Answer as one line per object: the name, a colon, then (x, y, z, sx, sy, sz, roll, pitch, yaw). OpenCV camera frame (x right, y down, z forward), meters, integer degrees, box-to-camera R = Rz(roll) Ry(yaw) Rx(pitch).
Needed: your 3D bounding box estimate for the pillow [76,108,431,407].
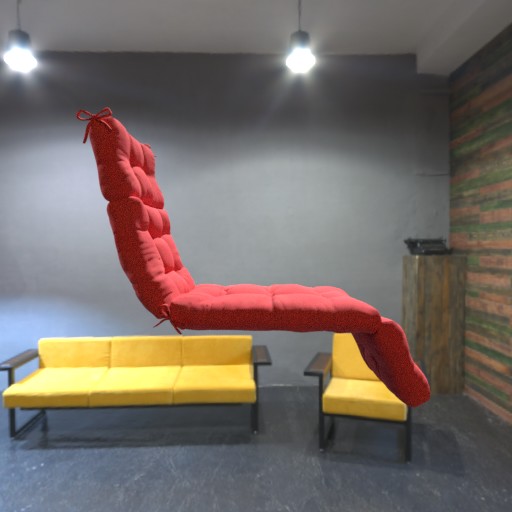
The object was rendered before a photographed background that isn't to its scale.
pillow: (0.000, 0.000, 1.501, 1.016, 0.863, 0.526, 0, 1, 1)
